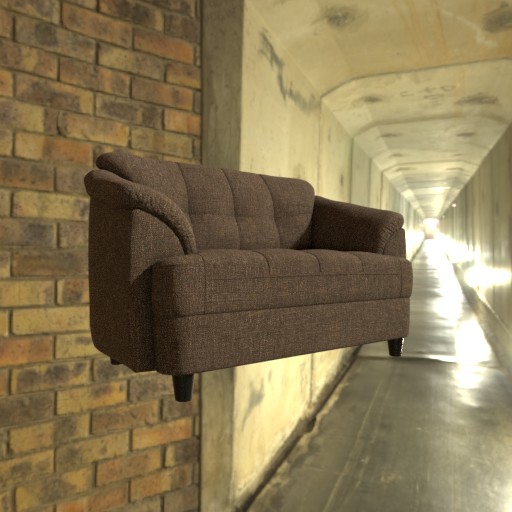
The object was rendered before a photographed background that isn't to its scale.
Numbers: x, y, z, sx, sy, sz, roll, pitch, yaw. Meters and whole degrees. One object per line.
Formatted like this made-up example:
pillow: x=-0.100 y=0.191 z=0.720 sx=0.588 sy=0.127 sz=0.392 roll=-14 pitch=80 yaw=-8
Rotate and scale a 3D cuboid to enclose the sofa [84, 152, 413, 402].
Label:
sofa: x=0.000 y=0.000 z=1.949 sx=1.404 sy=0.895 sz=0.799 roll=0 pitch=-1 yaw=-37
